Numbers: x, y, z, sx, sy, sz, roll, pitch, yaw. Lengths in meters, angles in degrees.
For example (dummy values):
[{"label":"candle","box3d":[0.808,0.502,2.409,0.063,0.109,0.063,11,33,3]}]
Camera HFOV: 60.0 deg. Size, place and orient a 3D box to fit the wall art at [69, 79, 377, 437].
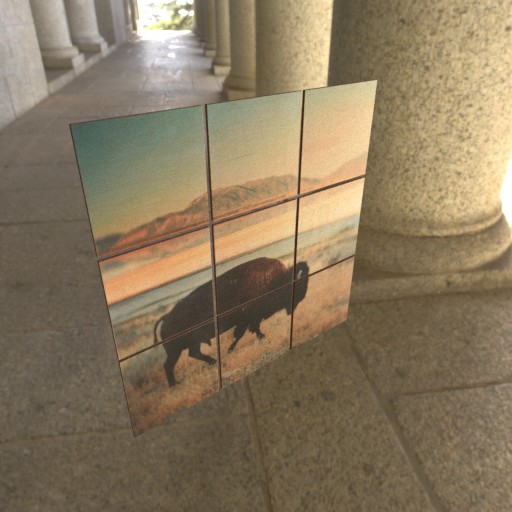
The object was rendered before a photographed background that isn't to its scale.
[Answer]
[{"label":"wall art","box3d":[0.000,0.000,1.774,1.221,1.218,0.019,-21,36,-32]}]
